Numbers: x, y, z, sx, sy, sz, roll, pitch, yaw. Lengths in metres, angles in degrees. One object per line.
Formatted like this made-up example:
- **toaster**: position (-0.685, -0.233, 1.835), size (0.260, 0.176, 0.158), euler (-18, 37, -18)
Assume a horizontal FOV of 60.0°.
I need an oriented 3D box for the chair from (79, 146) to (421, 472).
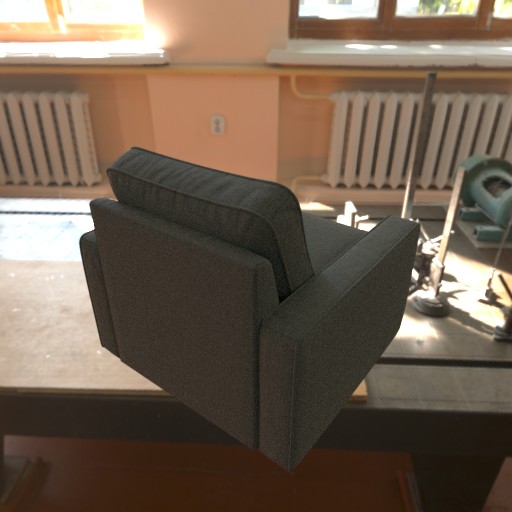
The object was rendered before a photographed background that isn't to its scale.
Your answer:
- **chair**: position (0.000, 0.000, 1.777), size (1.017, 0.919, 0.940), euler (21, 36, 32)
